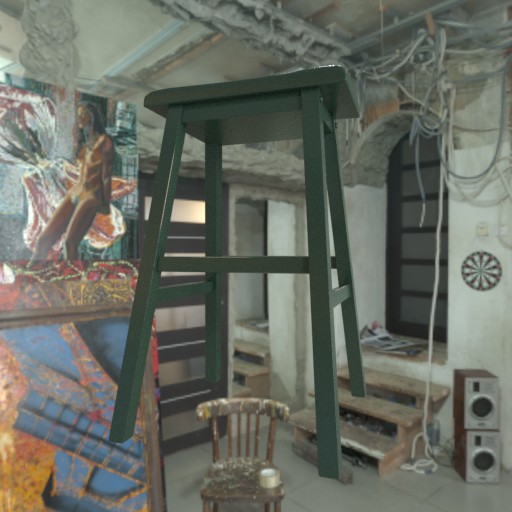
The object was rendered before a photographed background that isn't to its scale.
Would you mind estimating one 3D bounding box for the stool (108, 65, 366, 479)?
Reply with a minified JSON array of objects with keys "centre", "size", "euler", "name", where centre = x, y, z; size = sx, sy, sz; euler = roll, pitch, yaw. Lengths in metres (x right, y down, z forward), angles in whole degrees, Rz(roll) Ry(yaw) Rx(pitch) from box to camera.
[{"centre":[0.000,0.000,1.030],"size":[0.457,0.737,0.476],"euler":[0,0,19],"name":"stool"}]
